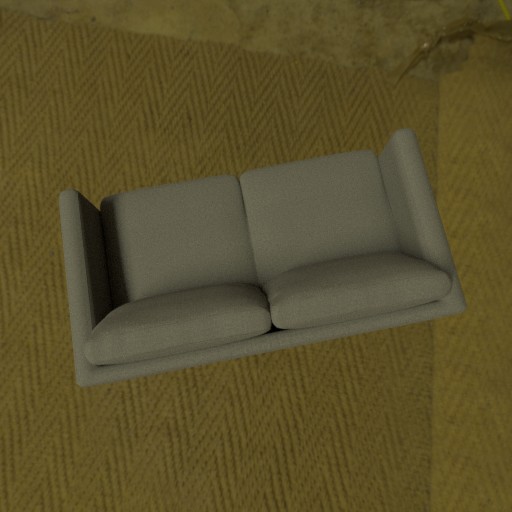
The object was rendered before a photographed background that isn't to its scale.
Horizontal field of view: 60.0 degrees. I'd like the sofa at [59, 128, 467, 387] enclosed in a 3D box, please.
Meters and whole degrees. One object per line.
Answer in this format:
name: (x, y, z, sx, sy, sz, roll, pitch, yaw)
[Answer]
sofa: (0.000, 0.000, 2.218, 1.713, 0.866, 0.940, -11, 77, -2)
